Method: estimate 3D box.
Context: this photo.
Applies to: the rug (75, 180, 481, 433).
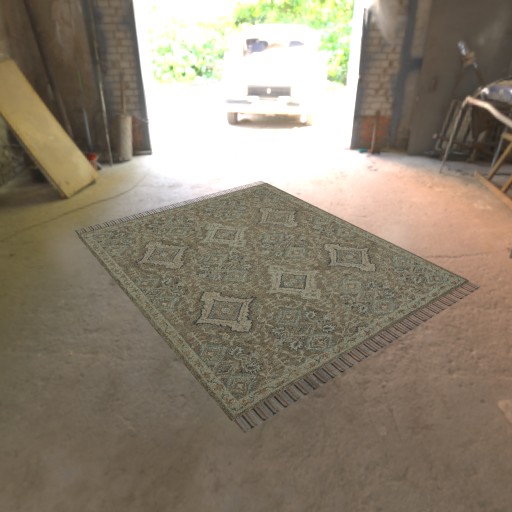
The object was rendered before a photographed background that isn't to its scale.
[{"bbox_3d":[0.000,0.000,4.144,2.437,0.010,3.056,-21,36,-31],"label":"rug"}]
